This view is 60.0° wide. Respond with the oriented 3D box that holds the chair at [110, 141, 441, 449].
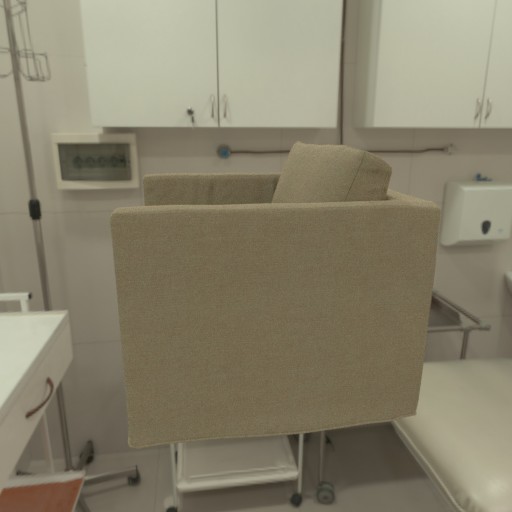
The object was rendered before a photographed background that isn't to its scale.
[{"bbox_3d":[0.000,0.000,1.748,0.949,0.863,1.057,-2,16,-8],"label":"chair"}]
